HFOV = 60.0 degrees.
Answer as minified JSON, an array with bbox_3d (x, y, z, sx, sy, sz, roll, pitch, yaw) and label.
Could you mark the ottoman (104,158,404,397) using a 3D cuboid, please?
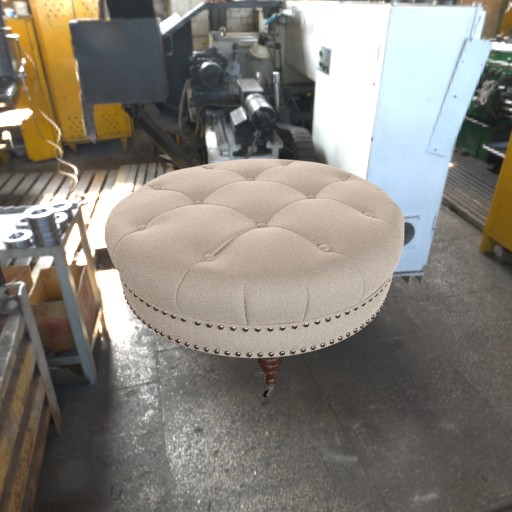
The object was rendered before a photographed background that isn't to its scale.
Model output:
[{"bbox_3d":[0.000,0.000,1.433,0.901,0.439,0.901,0,30,0],"label":"ottoman"}]
